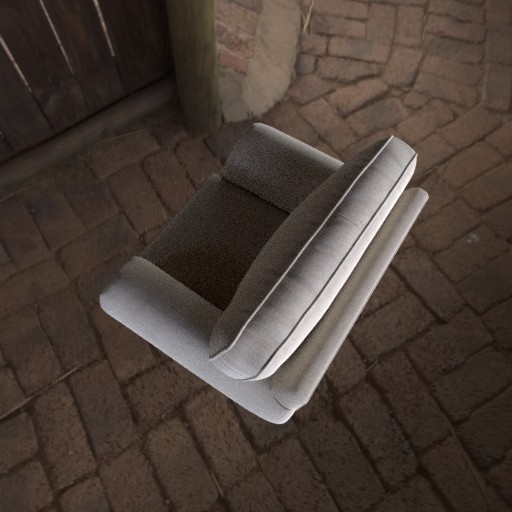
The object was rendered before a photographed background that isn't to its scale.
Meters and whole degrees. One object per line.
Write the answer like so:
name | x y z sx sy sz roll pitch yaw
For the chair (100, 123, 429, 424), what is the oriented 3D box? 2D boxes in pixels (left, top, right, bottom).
chair | 0.000 0.000 1.867 0.965 0.961 1.092 31 67 15
